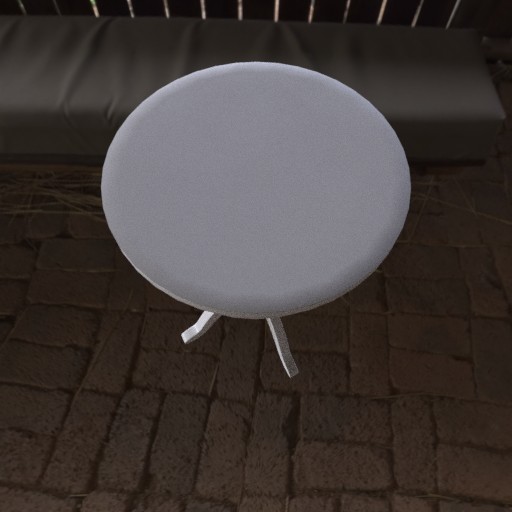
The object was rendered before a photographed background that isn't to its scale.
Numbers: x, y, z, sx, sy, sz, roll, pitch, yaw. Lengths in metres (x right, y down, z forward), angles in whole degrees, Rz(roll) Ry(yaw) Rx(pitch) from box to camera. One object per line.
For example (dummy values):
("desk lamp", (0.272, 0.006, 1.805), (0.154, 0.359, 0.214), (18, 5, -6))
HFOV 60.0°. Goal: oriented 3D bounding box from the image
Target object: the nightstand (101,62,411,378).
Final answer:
("nightstand", (0.000, 0.000, 1.033), (0.513, 0.653, 0.513), (-16, 64, -8))
